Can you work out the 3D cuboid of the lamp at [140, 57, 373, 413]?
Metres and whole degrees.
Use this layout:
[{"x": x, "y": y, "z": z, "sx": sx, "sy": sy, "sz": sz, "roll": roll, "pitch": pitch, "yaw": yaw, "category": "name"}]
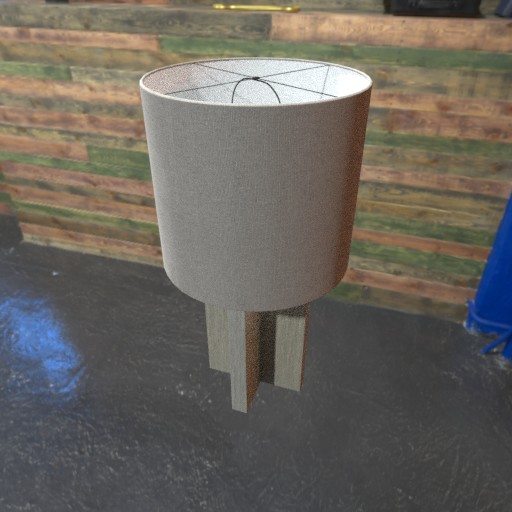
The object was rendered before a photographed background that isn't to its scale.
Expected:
[{"x": 0.000, "y": 0.000, "z": 0.559, "sx": 0.229, "sy": 0.428, "sz": 0.229, "roll": 10, "pitch": 34, "yaw": 16, "category": "lamp"}]
